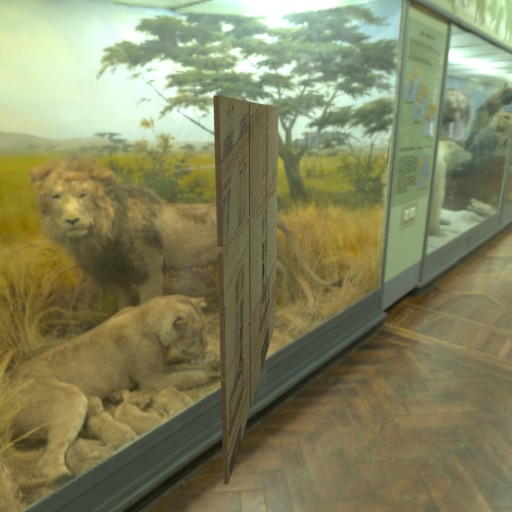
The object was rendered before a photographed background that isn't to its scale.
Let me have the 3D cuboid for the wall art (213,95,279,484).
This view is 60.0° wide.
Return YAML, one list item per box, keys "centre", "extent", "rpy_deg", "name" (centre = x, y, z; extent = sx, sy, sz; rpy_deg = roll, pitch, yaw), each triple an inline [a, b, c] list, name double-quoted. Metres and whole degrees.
- centre: [0.000, 0.000, 1.870]
  extent: [0.024, 1.218, 1.221]
  rpy_deg: [3, 17, 9]
  name: "wall art"
